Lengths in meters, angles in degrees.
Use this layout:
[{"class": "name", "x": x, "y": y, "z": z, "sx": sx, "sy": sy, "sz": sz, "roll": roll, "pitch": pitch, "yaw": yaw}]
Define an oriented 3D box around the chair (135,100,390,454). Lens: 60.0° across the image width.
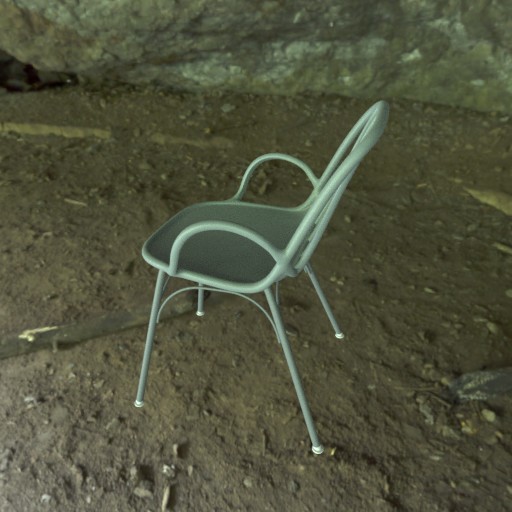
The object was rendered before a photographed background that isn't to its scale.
[{"class": "chair", "x": 0.000, "y": 0.000, "z": 1.215, "sx": 0.597, "sy": 0.816, "sz": 0.549, "roll": 8, "pitch": 29, "yaw": 14}]
